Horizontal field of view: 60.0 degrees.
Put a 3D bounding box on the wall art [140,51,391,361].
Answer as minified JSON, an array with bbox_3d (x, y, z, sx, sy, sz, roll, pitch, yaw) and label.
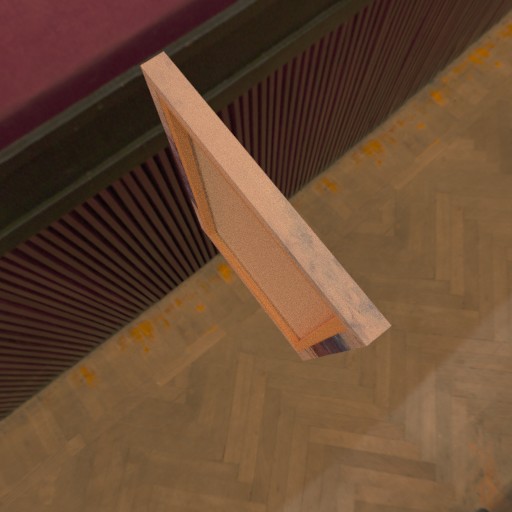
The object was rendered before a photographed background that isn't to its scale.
[{"bbox_3d":[0.000,0.000,1.115,0.048,0.874,0.583,-36,78,-9],"label":"wall art"}]
